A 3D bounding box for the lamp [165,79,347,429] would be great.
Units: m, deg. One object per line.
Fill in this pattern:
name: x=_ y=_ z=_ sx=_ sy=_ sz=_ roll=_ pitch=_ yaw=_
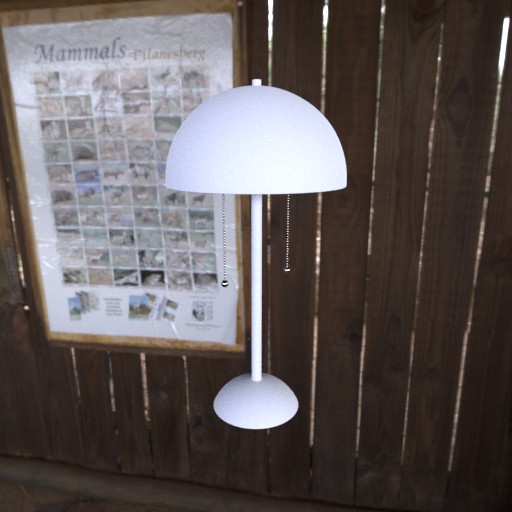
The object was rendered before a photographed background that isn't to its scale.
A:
lamp: x=0.000 y=0.000 z=0.444 sx=0.171 sy=0.330 sz=0.171 roll=0 pitch=14 yaw=0
